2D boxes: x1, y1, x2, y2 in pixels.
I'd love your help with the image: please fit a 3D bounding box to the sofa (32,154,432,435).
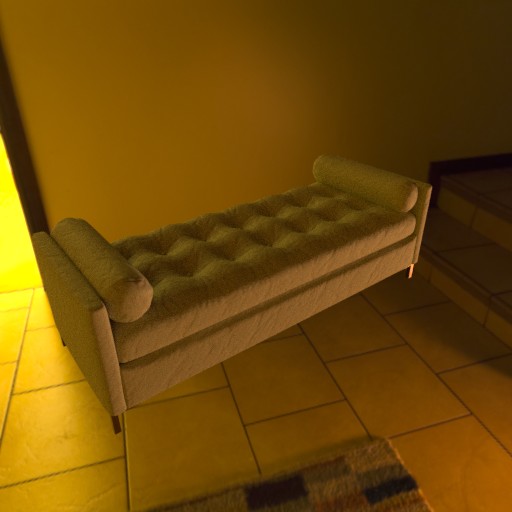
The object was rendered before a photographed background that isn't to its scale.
[{"bbox_3d":[0.000,0.000,2.502,2.102,0.705,0.796,-21,35,-32],"label":"sofa"}]
